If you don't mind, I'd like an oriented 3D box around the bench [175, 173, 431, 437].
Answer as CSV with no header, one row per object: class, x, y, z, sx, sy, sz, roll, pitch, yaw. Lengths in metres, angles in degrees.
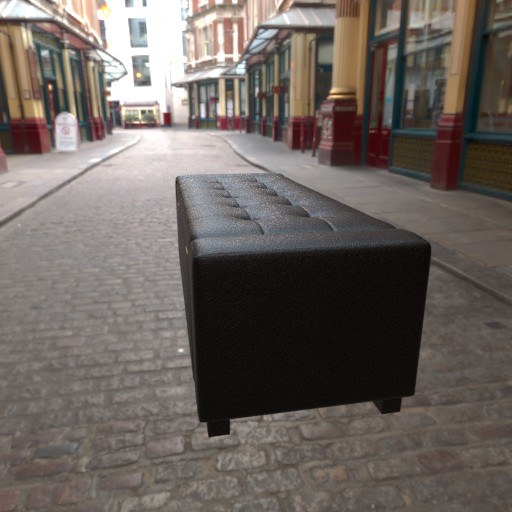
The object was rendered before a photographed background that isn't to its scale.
bench,0.000,0.000,1.540,0.508,0.445,1.296,-3,17,-11
